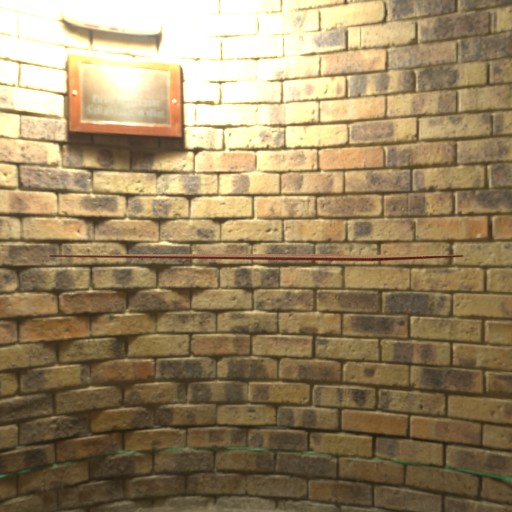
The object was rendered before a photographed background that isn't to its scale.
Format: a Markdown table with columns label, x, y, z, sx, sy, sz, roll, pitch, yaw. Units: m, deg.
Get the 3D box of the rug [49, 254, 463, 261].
| label | x | y | z | sx | sy | sz | roll | pitch | yaw |
| --- | --- | --- | --- | --- | --- | --- | --- | --- | --- |
| rug | 0.000 | 0.000 | 2.915 | 2.211 | 0.013 | 1.593 | 0 | 1 | 36 |
